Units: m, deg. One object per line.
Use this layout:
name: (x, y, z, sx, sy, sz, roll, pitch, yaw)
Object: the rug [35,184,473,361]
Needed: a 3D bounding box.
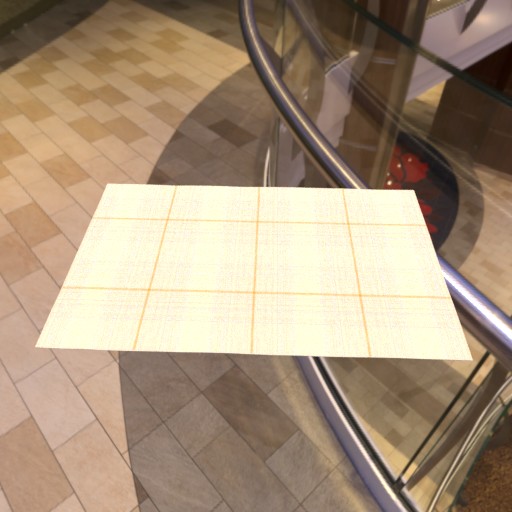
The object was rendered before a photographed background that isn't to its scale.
rug: (0.000, 0.000, 2.999, 2.442, 0.016, 1.527, 1, 46, 1)
